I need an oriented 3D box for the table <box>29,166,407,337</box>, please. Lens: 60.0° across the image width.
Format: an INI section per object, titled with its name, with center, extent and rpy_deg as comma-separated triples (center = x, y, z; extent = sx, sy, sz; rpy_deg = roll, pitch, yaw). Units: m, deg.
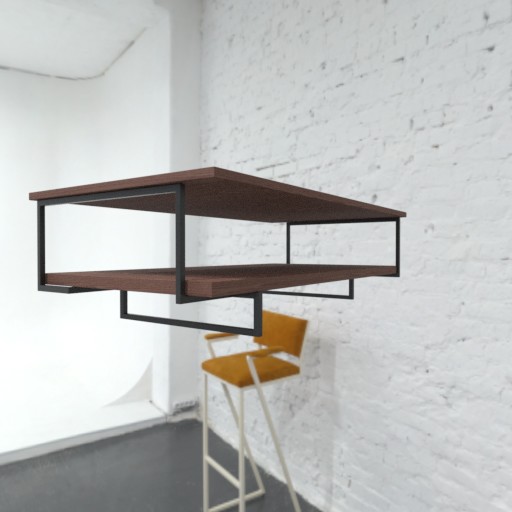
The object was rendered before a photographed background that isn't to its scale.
[table]
center = 0.000, 0.000, 1.494
extent = 0.651, 0.347, 1.197
rpy_deg = 0, 1, 35
